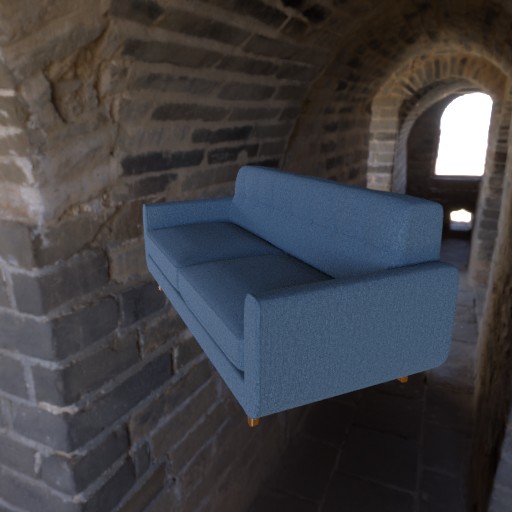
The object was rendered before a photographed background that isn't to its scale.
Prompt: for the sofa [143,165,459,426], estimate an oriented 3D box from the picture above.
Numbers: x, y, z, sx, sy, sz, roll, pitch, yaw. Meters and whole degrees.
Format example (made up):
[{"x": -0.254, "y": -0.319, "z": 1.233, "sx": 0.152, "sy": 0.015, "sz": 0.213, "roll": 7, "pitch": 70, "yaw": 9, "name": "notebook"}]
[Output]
[{"x": 0.000, "y": 0.000, "z": 2.569, "sx": 0.942, "sy": 0.884, "sz": 2.055, "roll": -7, "pitch": 18, "yaw": -23, "name": "sofa"}]
